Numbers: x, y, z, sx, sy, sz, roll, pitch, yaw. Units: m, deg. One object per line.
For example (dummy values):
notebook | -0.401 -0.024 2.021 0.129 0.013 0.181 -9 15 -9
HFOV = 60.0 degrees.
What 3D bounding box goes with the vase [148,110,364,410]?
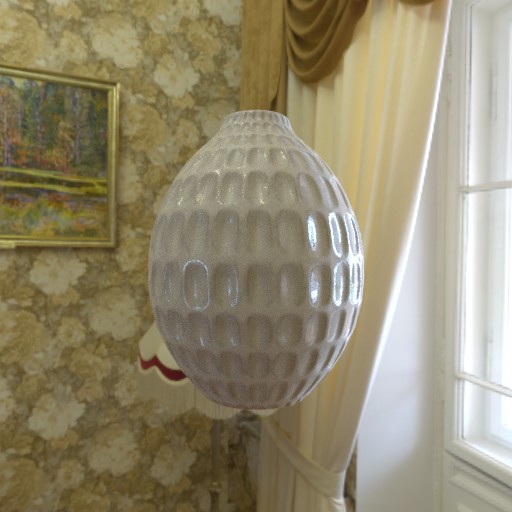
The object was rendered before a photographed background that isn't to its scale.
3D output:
vase | 0.000 0.000 0.270 0.128 0.167 0.128 0 1 0
